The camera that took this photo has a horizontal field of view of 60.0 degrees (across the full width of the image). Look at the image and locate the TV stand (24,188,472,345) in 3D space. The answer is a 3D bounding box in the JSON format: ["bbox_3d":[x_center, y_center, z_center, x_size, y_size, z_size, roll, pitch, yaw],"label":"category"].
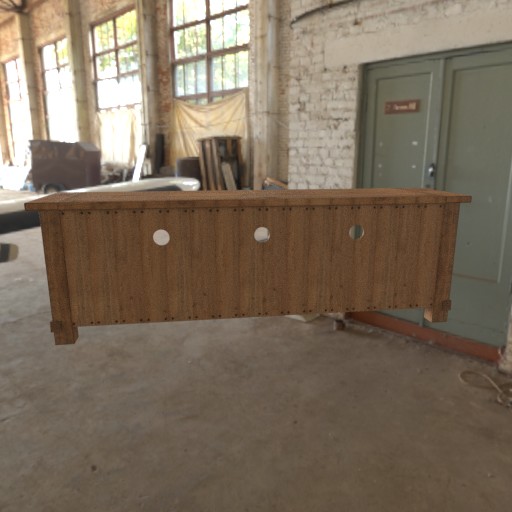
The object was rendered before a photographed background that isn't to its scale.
[{"bbox_3d":[0.000,0.000,2.049,1.804,0.573,0.453,-2,13,-8],"label":"TV stand"}]
